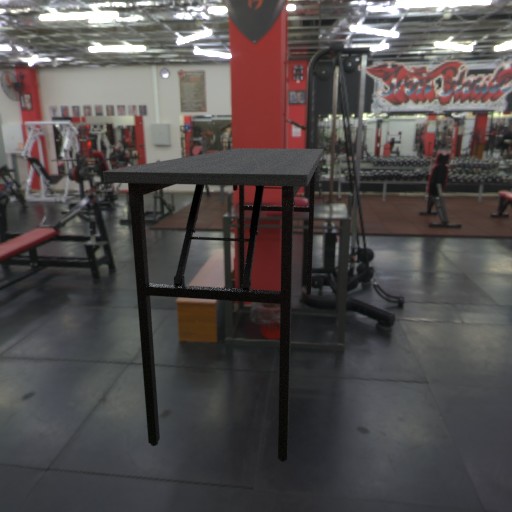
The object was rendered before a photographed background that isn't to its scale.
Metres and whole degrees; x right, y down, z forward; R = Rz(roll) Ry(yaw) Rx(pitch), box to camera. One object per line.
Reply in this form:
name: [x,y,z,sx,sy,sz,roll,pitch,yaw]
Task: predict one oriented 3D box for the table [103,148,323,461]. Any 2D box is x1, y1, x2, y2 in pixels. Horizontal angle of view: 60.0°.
table: [0.000,0.000,1.698,0.449,0.750,1.399,3,16,9]
